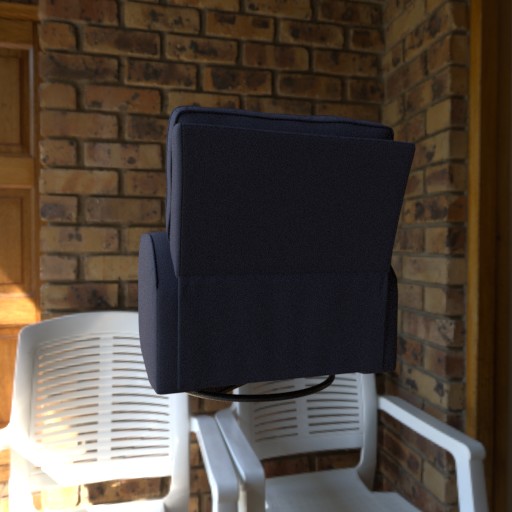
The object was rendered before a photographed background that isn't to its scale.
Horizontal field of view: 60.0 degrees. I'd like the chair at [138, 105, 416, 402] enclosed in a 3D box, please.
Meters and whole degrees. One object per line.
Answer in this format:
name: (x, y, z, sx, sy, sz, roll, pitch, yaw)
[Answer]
chair: (0.000, 0.000, 1.724, 0.861, 0.962, 0.964, 0, 1, -18)
